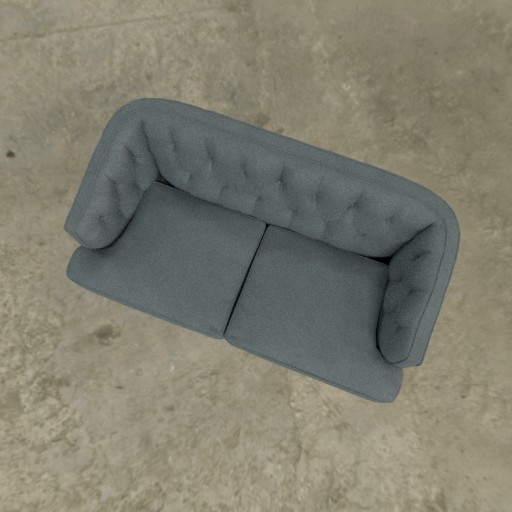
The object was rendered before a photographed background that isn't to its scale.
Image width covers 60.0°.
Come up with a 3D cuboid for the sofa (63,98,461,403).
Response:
[{"bbox_3d":[0.000,0.000,2.273,1.733,0.855,0.941,20,76,5],"label":"sofa"}]
